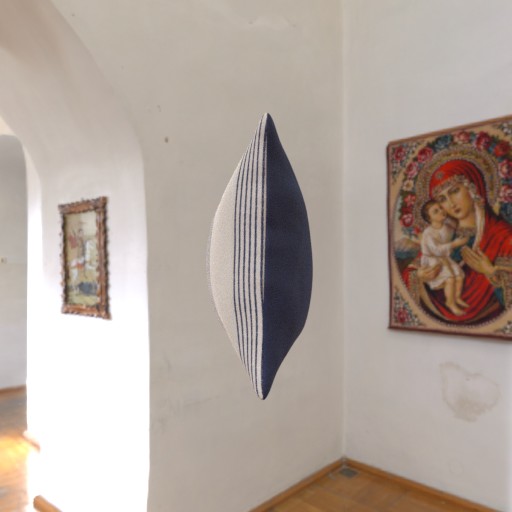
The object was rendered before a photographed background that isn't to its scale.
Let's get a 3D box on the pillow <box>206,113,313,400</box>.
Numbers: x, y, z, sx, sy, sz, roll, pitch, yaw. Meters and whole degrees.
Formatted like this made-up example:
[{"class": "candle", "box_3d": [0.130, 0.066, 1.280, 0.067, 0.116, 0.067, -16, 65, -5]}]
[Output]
[{"class": "pillow", "box_3d": [0.000, 0.000, 0.730, 0.151, 0.287, 0.610, 0, 0, -1]}]
